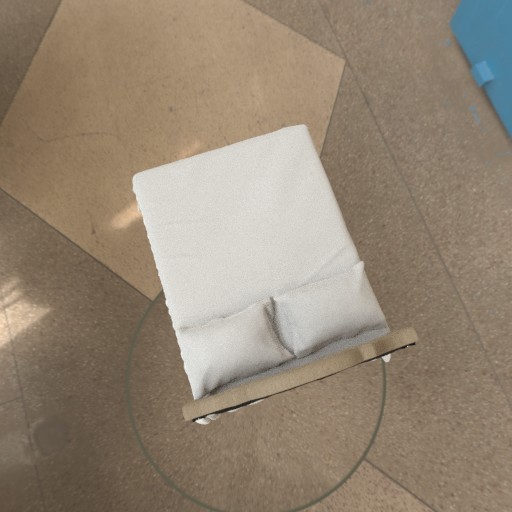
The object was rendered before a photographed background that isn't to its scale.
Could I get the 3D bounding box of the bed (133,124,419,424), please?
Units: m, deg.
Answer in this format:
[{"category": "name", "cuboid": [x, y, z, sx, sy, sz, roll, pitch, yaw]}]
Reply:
[{"category": "bed", "cuboid": [0.000, 0.000, 3.452, 1.780, 1.634, 2.222, -18, 76, -5]}]
